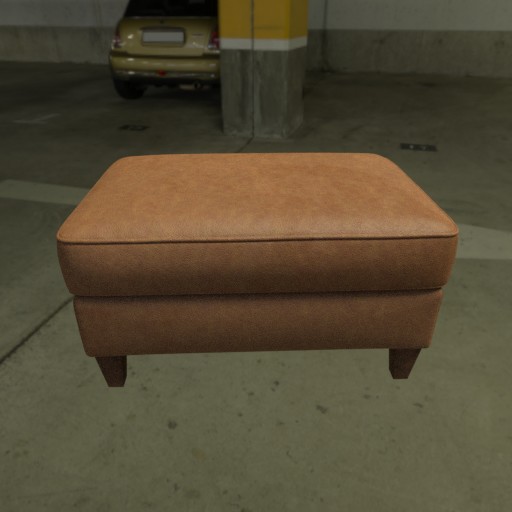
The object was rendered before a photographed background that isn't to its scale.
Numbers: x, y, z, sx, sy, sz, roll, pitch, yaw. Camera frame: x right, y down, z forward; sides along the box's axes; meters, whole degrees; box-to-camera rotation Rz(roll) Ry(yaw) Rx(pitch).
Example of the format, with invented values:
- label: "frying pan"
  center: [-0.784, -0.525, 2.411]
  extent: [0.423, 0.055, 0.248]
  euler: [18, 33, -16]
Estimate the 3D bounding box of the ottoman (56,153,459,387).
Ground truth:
- label: "ottoman"
  center: [0.000, 0.000, 1.224]
  extent: [0.864, 0.483, 0.584]
  euler: [-1, 29, -2]
